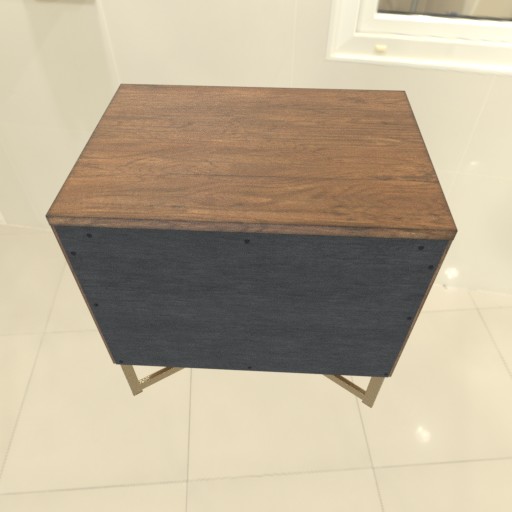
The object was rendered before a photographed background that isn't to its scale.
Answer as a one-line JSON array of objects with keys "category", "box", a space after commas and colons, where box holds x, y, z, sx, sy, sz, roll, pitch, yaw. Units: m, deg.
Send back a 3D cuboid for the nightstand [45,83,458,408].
[{"category": "nightstand", "box": [0.000, 0.000, 1.026, 0.610, 0.610, 0.446, 2, 47, 2]}]
